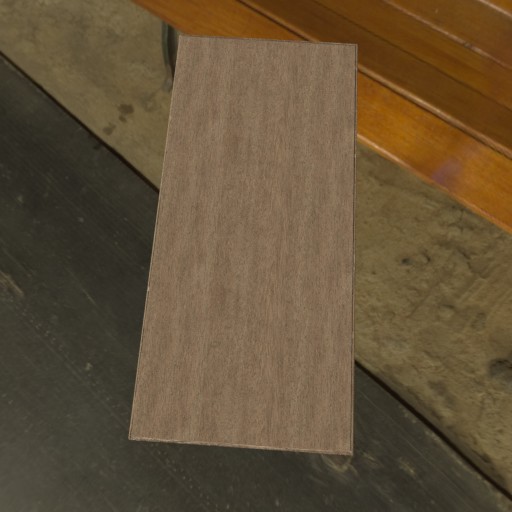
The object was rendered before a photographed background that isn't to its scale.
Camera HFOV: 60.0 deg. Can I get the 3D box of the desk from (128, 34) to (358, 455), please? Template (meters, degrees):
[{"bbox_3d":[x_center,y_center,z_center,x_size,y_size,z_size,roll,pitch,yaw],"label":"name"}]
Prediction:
[{"bbox_3d":[0.000,0.000,1.783,0.610,0.912,1.289,4,76,1],"label":"desk"}]
